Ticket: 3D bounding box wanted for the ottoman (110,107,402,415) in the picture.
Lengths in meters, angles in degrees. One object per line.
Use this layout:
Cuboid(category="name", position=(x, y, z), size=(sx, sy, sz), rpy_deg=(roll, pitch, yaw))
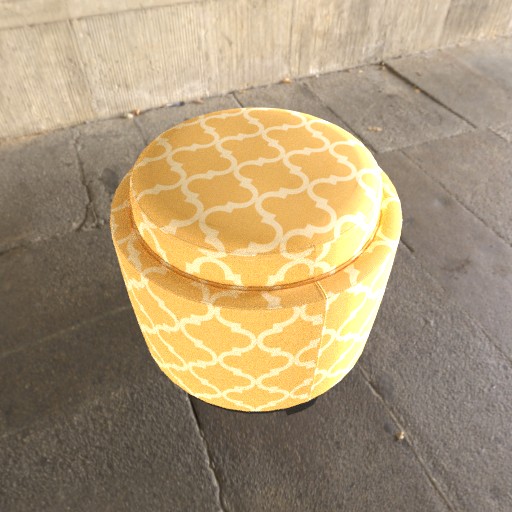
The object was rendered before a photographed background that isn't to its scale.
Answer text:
Cuboid(category="ottoman", position=(0.000, 0.000, 0.835), size=(0.480, 0.429, 0.480), rpy_deg=(0, 46, 0))
